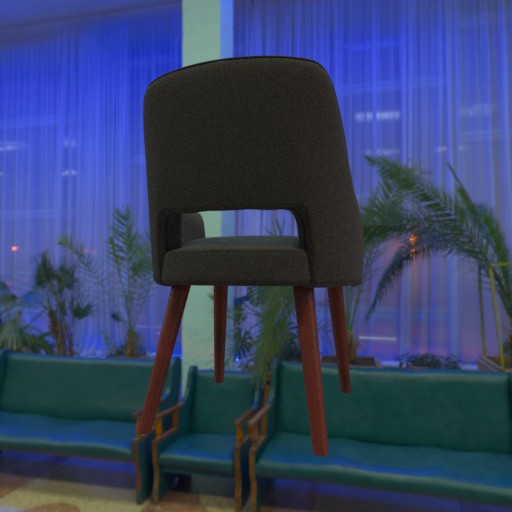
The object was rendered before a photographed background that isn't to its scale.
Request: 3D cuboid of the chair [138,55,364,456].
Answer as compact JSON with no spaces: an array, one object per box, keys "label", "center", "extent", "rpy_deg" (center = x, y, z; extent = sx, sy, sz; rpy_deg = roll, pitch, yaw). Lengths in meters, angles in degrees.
[{"label":"chair","center":[0.000,0.000,1.204],"extent":[0.559,0.838,0.560],"rpy_deg":[-1,-2,17]}]
